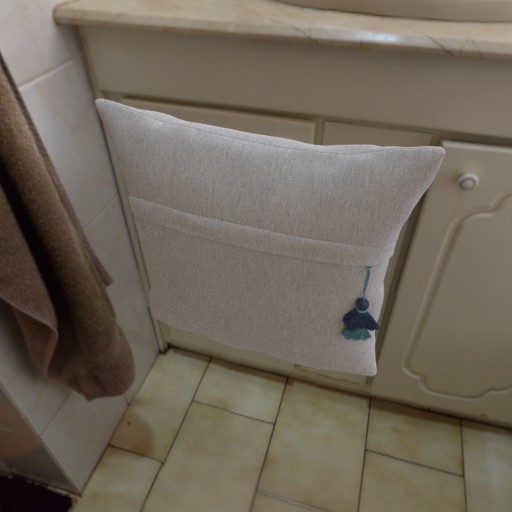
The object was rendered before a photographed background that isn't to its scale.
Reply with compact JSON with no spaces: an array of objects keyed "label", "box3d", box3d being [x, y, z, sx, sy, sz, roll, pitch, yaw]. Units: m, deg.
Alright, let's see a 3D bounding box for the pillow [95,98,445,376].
[{"label":"pillow","box3d":[0.000,0.000,0.671,0.433,0.436,0.173,12,43,14]}]
